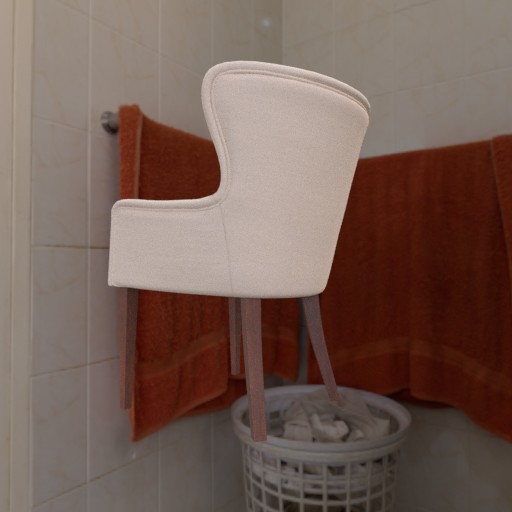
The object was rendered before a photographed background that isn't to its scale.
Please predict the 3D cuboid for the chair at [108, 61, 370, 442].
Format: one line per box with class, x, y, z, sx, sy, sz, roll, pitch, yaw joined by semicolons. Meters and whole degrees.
chair;0.000;0.000;1.476;0.744;0.990;0.696;-1;-1;37
